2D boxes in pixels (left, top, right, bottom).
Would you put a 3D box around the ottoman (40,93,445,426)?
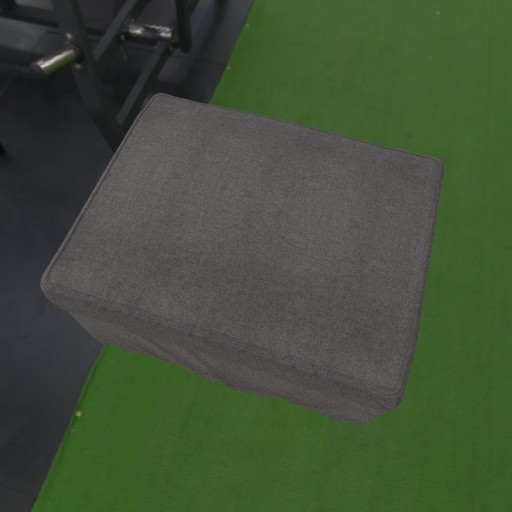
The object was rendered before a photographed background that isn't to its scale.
[{"bbox_3d":[0.000,0.000,1.228,0.833,0.492,0.652,16,64,8],"label":"ottoman"}]
